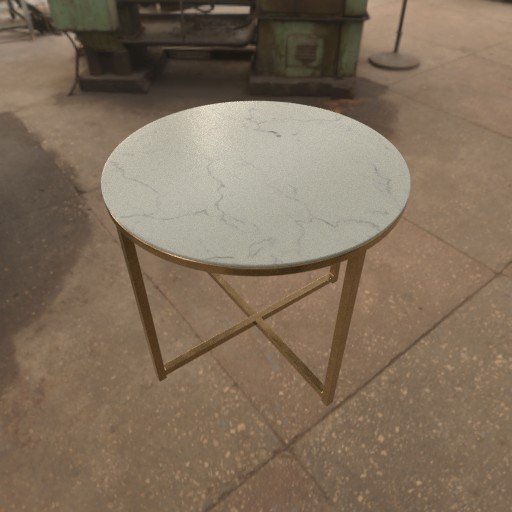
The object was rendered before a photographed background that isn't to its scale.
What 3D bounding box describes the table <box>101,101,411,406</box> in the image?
[{"bbox_3d":[0.000,0.000,0.879,0.500,0.420,0.500,0,42,0],"label":"table"}]
